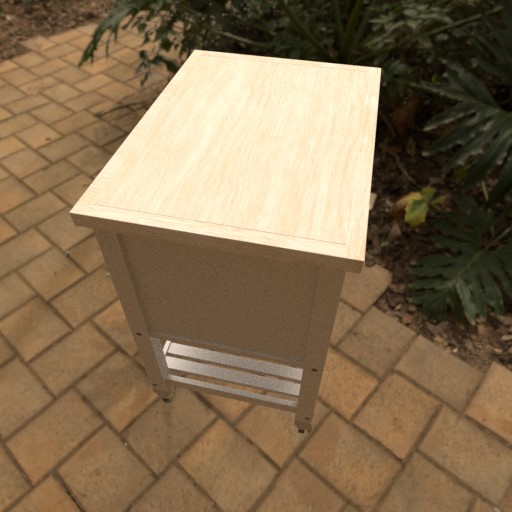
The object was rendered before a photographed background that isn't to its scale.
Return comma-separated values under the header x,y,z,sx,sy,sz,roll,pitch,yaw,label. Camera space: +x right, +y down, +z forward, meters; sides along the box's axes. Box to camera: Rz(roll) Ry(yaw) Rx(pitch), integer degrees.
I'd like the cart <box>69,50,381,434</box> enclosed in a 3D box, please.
x,y,z,sx,sy,sz,roll,pitch,yaw,label
0.000,0.000,1.393,0.559,0.914,0.762,10,48,9,cart
